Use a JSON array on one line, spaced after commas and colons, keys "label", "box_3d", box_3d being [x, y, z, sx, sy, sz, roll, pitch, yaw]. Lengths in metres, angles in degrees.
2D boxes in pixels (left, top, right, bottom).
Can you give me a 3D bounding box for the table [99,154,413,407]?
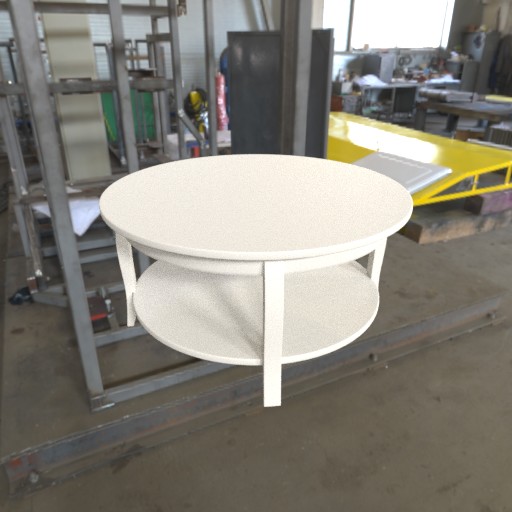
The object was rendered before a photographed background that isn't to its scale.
[{"label": "table", "box_3d": [0.000, 0.000, 1.447, 0.910, 0.457, 0.910, 0, 26, 0]}]
